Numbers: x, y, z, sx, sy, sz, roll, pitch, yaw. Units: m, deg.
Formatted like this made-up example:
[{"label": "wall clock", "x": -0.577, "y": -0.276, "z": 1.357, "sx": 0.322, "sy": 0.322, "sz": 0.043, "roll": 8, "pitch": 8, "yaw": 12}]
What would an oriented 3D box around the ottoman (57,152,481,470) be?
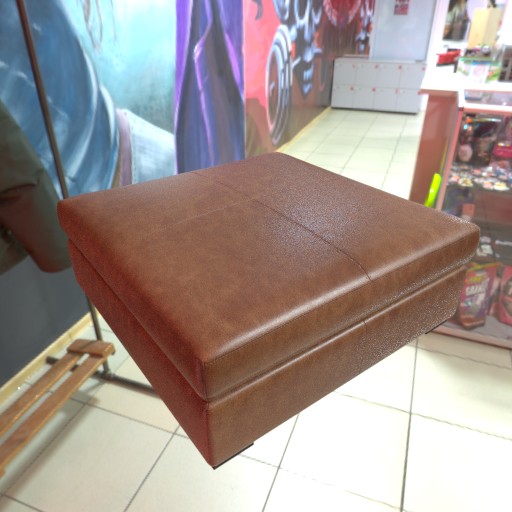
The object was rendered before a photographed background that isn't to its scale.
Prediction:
[{"label": "ottoman", "x": 0.000, "y": 0.000, "z": 1.766, "sx": 1.169, "sy": 0.483, "sz": 1.168, "roll": -20, "pitch": 35, "yaw": -31}]
